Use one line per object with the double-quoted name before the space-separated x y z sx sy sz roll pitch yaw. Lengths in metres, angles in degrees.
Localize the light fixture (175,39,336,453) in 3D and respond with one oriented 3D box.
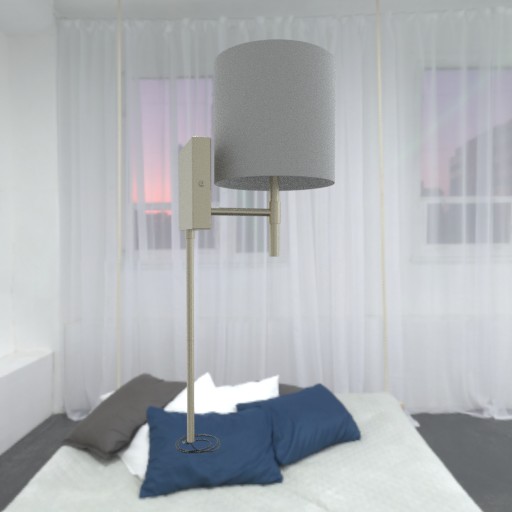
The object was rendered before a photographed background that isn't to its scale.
"light fixture" 0.000 0.000 0.691 0.248 0.589 0.188 -1 2 -18
